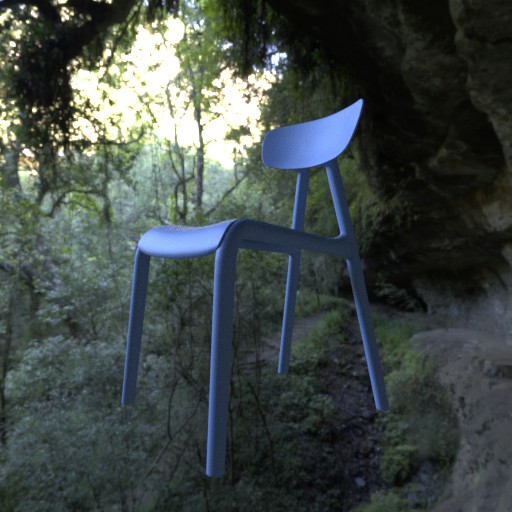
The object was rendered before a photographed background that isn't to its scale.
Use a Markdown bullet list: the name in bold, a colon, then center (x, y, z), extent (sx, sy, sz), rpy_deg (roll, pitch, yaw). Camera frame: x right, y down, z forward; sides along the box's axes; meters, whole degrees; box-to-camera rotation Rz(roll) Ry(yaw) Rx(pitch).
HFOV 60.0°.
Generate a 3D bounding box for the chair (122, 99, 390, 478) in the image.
- **chair**: center (0.000, 0.000, 0.836), extent (0.401, 0.580, 0.356), rpy_deg (-1, 2, -36)
